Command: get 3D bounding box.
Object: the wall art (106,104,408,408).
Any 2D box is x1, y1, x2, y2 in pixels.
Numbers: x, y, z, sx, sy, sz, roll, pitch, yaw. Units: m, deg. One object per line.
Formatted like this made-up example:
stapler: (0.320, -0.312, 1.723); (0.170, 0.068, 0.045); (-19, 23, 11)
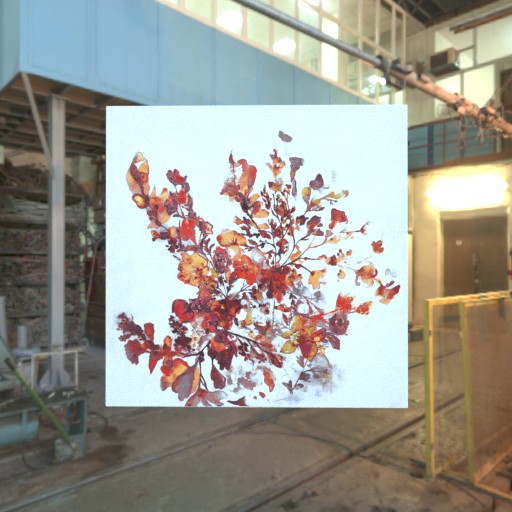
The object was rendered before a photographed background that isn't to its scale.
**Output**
wall art: (0.000, 0.000, 1.127); (0.757, 0.757, 0.037); (0, 0, 1)
